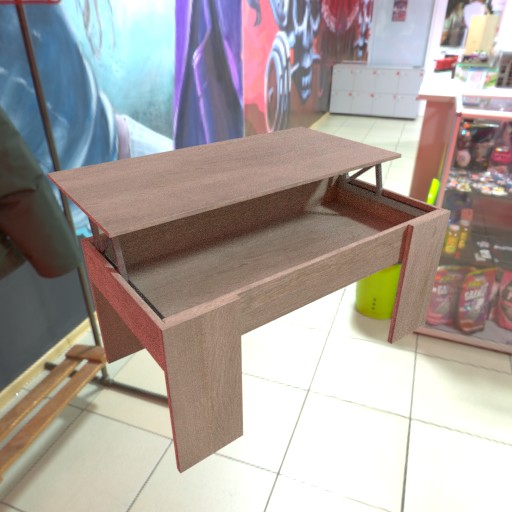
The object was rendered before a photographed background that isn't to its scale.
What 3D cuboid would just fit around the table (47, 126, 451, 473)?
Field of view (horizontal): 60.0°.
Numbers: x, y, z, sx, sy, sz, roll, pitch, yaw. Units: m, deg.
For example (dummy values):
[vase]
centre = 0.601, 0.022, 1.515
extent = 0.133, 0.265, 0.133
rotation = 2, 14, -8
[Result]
[table]
centre = 0.000, 0.000, 1.449
extent = 1.000, 0.570, 0.711
rotation = -20, 35, -32
